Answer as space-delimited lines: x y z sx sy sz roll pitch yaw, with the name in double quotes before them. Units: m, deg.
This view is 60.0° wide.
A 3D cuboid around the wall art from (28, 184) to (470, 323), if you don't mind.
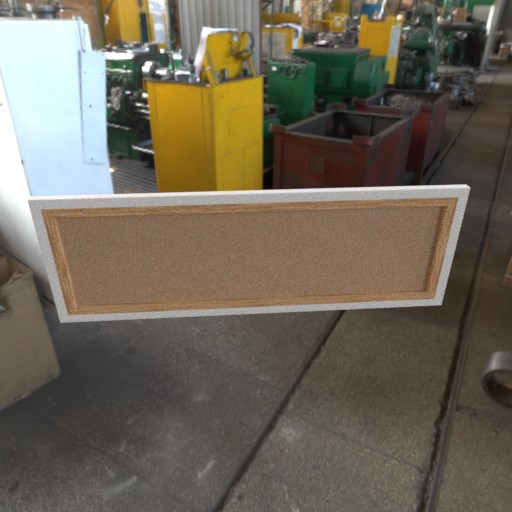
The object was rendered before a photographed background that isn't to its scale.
"wall art" 0.000 0.000 1.656 1.520 0.507 0.039 -2 29 -4
